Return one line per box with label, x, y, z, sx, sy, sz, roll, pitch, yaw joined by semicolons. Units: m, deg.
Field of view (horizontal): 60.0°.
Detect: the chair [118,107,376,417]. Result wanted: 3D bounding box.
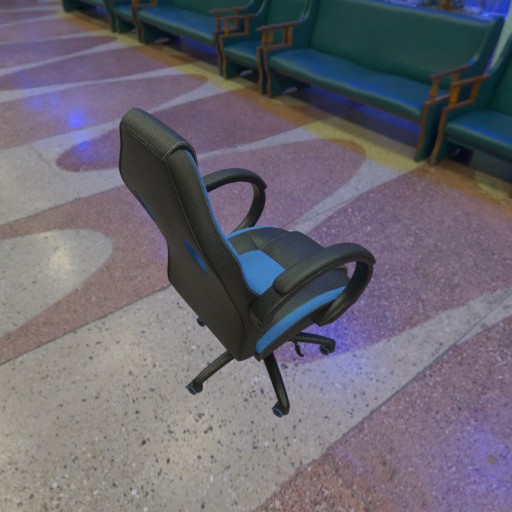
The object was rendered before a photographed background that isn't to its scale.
chair;0.000;0.000;1.616;0.724;1.187;0.673;-26;47;-27
